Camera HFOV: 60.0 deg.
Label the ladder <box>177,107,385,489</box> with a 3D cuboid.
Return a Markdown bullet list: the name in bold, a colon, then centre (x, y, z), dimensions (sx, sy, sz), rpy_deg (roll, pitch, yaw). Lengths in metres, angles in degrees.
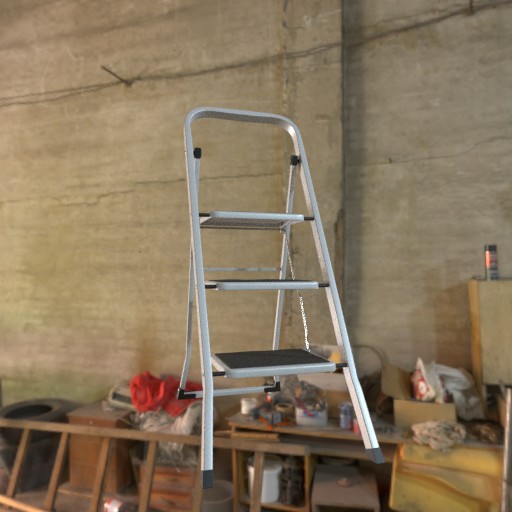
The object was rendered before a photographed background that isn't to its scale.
- **ladder**: centre (0.000, 0.000, 1.395), dimensions (0.460, 1.050, 0.711), rpy_deg (1, -2, -17)
